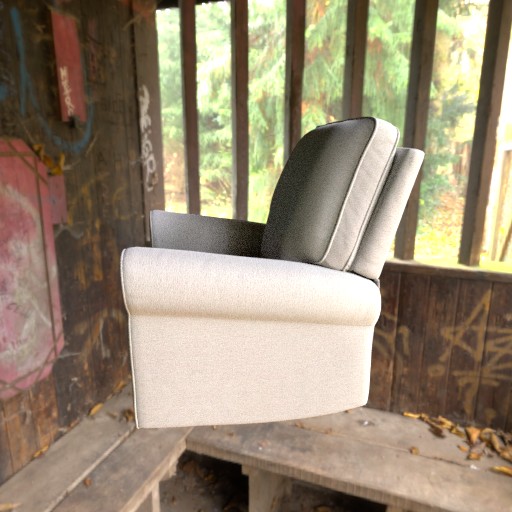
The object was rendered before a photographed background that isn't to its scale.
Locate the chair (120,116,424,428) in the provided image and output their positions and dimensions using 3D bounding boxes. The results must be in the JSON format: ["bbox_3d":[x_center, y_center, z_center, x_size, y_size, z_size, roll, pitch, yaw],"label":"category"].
[{"bbox_3d":[0.000,0.000,1.633,0.878,0.960,0.890,-2,14,-7],"label":"chair"}]
